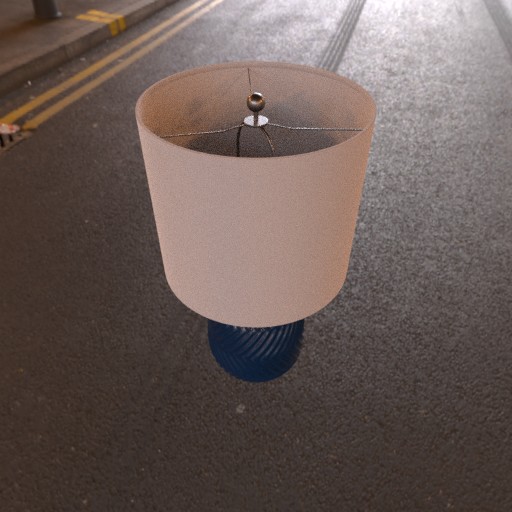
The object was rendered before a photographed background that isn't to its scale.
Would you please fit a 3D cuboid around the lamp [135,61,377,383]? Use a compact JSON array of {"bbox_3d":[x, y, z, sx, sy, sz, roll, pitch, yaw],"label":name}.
[{"bbox_3d":[0.000,0.000,0.498,0.203,0.368,0.203,-25,47,-25],"label":"lamp"}]
